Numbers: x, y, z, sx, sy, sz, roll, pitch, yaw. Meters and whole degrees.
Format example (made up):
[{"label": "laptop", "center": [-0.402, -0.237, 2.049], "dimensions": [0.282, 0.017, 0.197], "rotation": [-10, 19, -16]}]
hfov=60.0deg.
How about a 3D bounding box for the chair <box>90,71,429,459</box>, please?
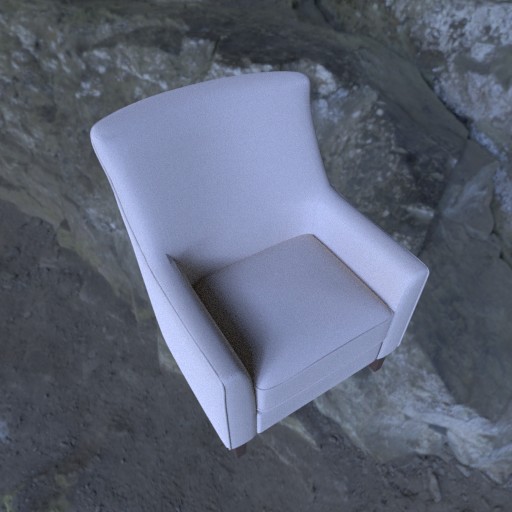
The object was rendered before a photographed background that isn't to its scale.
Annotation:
[{"label": "chair", "center": [0.000, 0.000, 1.538], "dimensions": [0.756, 0.916, 0.879], "rotation": [-24, 50, -22]}]
